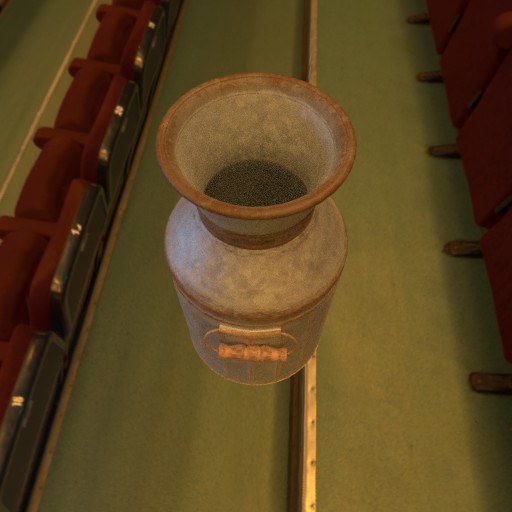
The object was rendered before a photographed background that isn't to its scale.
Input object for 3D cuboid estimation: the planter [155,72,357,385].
[{"bbox_3d":[0.000,0.000,0.545,0.214,0.396,0.245,3,59,2],"label":"planter"}]
